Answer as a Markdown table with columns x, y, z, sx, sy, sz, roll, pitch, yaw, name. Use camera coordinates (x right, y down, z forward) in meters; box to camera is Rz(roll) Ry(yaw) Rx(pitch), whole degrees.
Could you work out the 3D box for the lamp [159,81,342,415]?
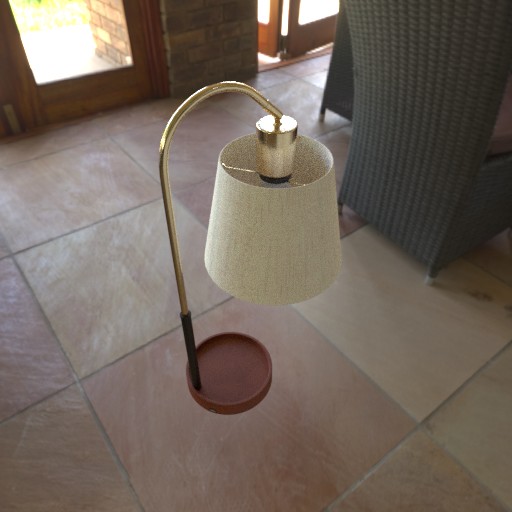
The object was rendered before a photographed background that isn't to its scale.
| x | y | z | sx | sy | sz | roll | pitch | yaw | name |
| --- | --- | --- | --- | --- | --- | --- | --- | --- | --- |
| 0.000 | 0.000 | 0.664 | 0.273 | 0.536 | 0.211 | -24 | 47 | -24 | lamp |
